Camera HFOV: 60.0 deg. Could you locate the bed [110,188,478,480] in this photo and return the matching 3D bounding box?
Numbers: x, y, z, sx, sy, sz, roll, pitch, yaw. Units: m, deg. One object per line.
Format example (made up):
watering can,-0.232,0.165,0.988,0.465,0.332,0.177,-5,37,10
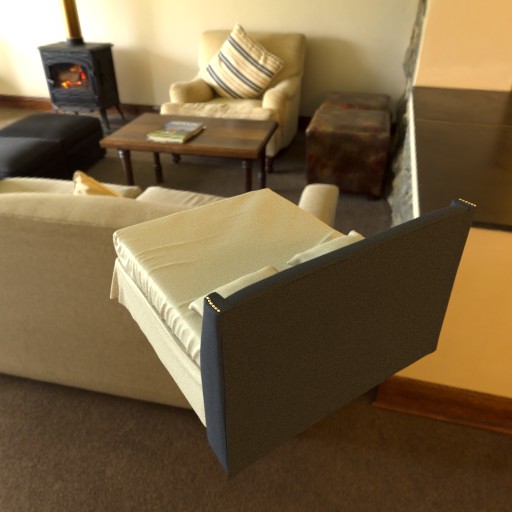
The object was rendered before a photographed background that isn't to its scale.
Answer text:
bed,0.000,0.000,3.499,1.925,1.332,2.276,-20,38,-28
